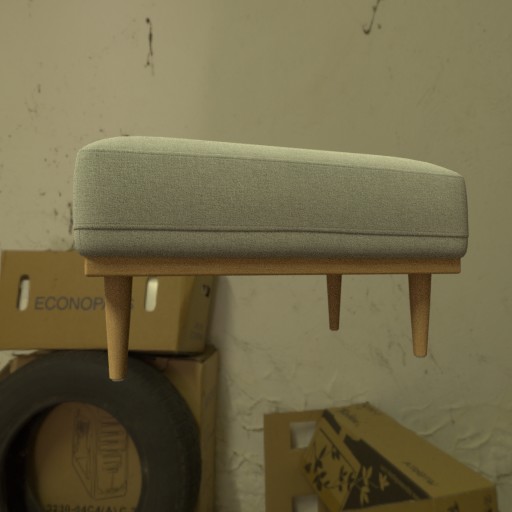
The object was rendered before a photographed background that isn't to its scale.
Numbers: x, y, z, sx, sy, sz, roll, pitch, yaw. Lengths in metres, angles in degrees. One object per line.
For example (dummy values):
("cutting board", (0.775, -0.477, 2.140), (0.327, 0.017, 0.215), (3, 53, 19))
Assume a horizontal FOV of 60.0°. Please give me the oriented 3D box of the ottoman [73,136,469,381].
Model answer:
("ottoman", (0.000, 0.000, 1.024), (0.749, 0.428, 0.549), (0, -1, -18))
